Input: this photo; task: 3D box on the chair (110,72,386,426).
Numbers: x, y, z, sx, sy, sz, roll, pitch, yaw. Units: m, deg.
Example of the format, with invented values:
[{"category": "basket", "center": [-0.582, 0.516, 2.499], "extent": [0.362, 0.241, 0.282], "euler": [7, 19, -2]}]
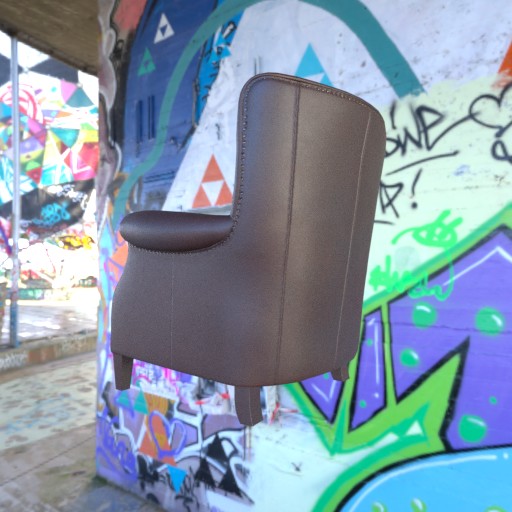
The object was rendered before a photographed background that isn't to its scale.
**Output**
[{"category": "chair", "center": [0.000, 0.000, 1.353], "extent": [0.746, 0.800, 0.700], "euler": [-1, -1, 37]}]
